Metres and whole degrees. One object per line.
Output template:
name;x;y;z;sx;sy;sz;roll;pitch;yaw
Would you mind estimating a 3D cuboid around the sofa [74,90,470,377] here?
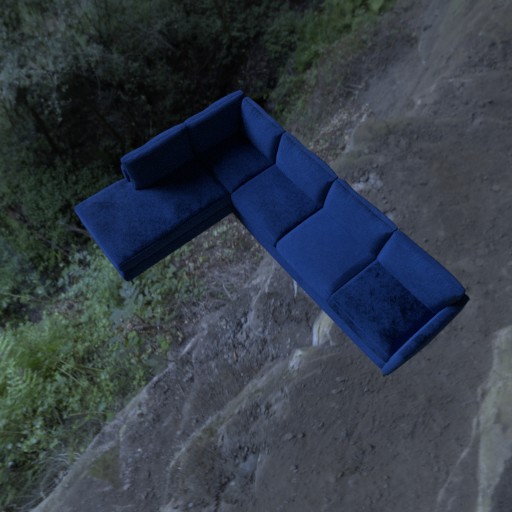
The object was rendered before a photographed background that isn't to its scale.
sofa;0.000;0.000;3.872;2.007;0.815;2.949;-36;68;-17
